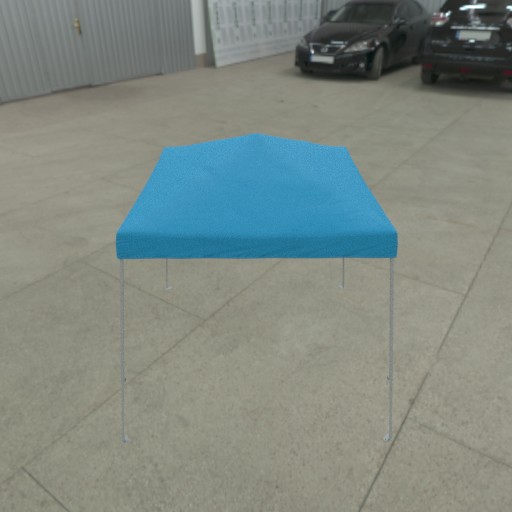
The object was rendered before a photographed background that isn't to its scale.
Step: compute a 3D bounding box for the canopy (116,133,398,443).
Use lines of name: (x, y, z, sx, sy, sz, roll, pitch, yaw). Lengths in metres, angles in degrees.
canopy: (0.000, 0.000, 5.150, 2.849, 2.850, 2.850, 0, 31, 0)
